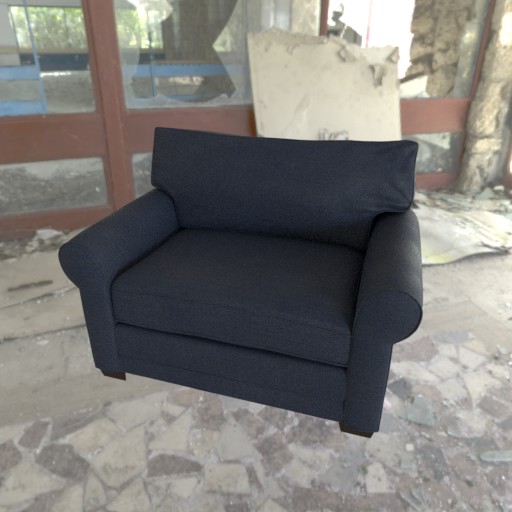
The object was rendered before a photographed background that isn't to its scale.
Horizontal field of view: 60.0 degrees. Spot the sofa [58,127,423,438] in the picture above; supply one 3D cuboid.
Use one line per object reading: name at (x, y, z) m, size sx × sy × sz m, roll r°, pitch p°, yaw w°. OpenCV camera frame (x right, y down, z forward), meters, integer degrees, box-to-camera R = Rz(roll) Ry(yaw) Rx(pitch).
sofa at (0.000, 0.000, 2.029) m, size 1.405 × 1.004 × 0.938 m, roll 8°, pitch 27°, yaw 15°
